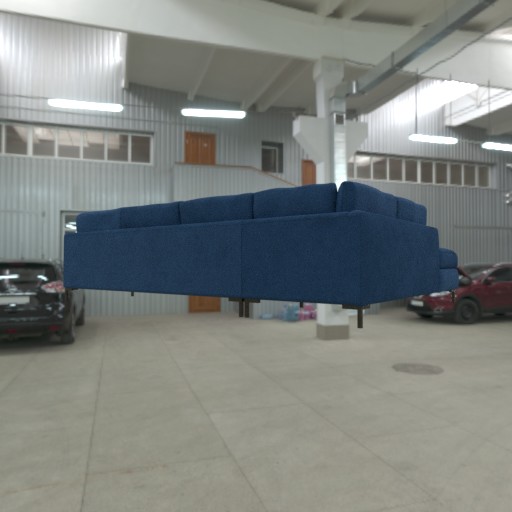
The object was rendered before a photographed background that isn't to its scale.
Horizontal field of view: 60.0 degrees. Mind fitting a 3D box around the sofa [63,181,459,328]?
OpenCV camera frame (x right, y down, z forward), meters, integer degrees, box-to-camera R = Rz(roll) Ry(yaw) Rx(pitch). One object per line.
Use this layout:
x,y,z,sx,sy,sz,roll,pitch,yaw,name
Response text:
0.000,0.000,3.952,2.949,0.815,2.007,-1,-1,37,sofa
